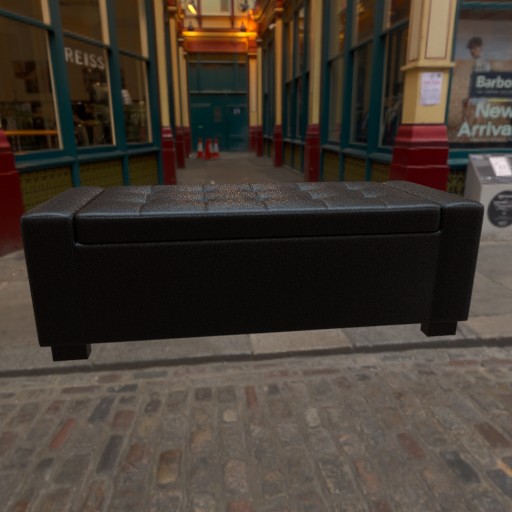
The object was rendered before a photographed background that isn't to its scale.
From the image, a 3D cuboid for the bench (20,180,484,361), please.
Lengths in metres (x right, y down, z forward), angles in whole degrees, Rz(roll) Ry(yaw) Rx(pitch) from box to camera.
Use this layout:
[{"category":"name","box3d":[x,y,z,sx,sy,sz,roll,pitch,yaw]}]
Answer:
[{"category":"bench","box3d":[0.000,0.000,1.505,1.296,0.445,0.508,-2,17,-7]}]
